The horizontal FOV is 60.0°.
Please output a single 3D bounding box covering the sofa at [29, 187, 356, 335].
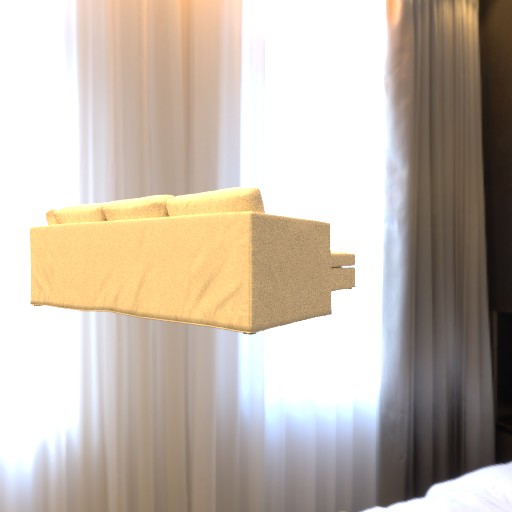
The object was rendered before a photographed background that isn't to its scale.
[{"bbox_3d":[0.000,0.000,4.568,2.427,0.882,3.460,0,0,36],"label":"sofa"}]
